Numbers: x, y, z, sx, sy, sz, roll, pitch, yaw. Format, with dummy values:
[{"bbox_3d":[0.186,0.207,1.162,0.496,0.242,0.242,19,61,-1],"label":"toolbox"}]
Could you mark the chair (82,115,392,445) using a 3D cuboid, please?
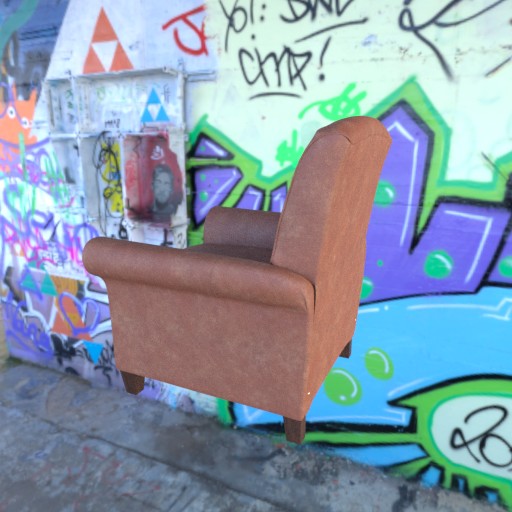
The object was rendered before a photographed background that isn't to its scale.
[{"bbox_3d":[0.000,0.000,1.788,0.902,1.061,0.978,7,16,24],"label":"chair"}]
